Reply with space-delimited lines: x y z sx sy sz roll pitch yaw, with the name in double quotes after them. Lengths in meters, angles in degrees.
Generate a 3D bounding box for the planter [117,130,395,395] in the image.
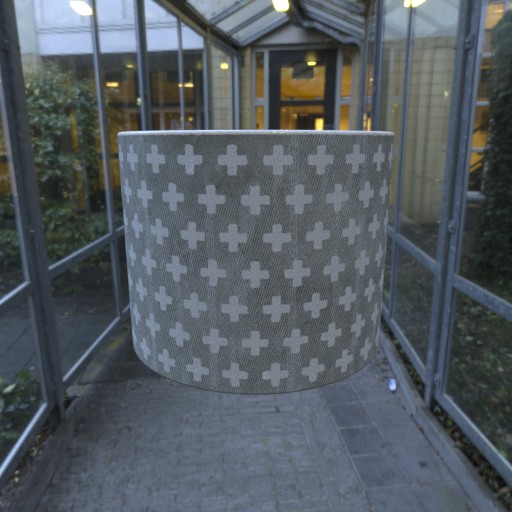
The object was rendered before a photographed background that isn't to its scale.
0.000 0.000 0.447 0.250 0.239 0.250 0 15 0 "planter"
